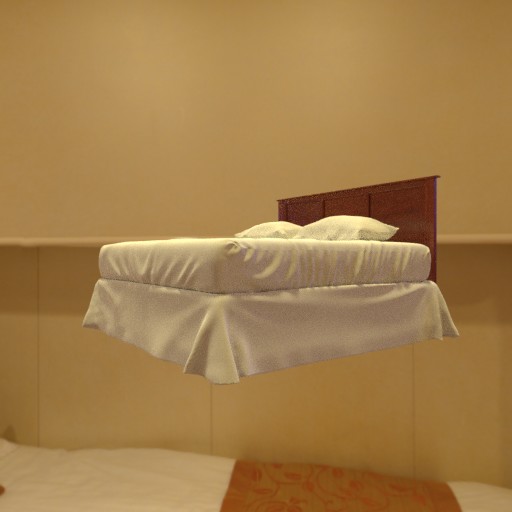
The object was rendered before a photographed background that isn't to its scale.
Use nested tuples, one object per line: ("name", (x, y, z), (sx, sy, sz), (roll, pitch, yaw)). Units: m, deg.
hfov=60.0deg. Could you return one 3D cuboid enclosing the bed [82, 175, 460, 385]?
("bed", (0.000, 0.000, 3.634), (2.219, 1.271, 2.314), (0, 0, -36))
